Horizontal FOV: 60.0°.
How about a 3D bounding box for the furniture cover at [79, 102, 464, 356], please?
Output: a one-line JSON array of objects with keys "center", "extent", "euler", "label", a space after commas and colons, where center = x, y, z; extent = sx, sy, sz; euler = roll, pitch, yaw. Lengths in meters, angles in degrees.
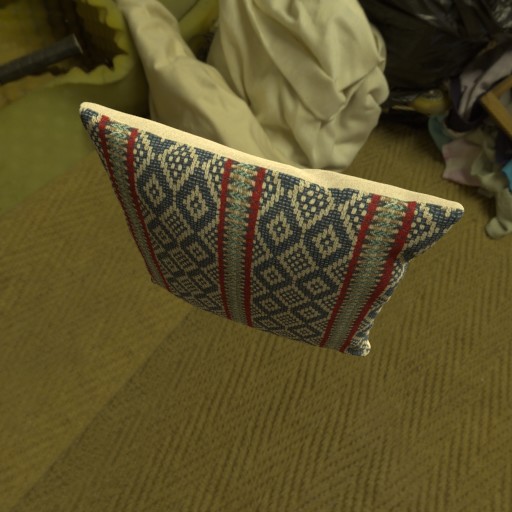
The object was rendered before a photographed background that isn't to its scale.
[{"center": [0.000, 0.000, 0.649], "extent": [0.431, 0.431, 0.139], "euler": [17, 61, 10], "label": "furniture cover"}]
